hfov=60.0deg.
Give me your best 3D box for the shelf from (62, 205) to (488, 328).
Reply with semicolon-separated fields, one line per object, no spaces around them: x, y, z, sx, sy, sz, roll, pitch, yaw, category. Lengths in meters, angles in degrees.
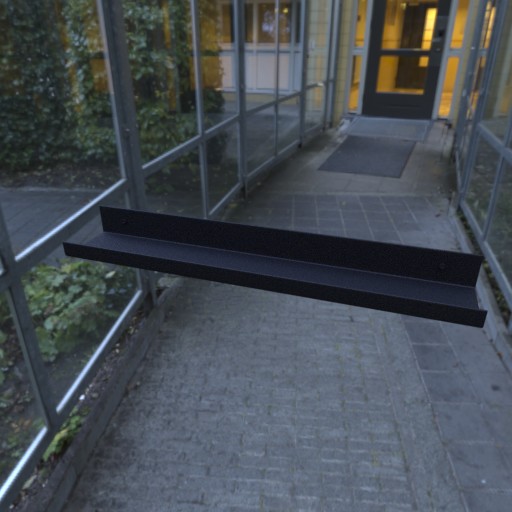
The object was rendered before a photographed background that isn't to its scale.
0.000;0.000;0.646;0.605;0.053;0.102;9;28;17;shelf
